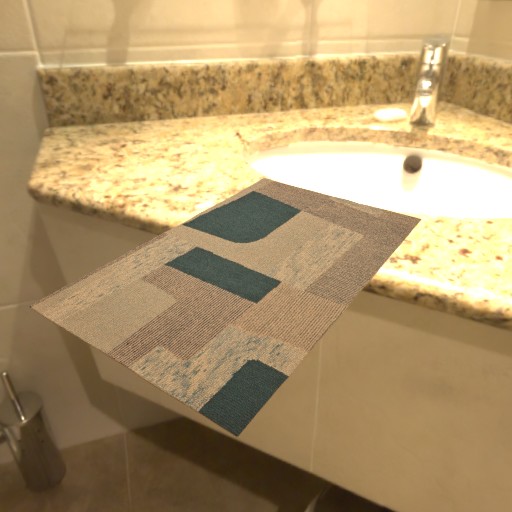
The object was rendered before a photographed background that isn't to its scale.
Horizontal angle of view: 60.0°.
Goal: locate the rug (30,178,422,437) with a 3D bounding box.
[{"bbox_3d":[0.000,0.000,3.051,1.521,0.015,2.436,20,37,29],"label":"rug"}]
